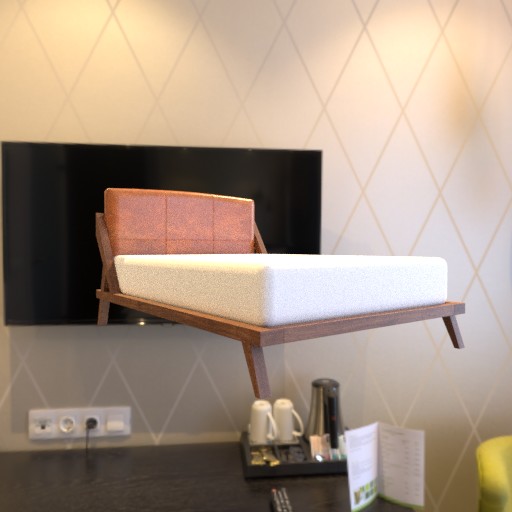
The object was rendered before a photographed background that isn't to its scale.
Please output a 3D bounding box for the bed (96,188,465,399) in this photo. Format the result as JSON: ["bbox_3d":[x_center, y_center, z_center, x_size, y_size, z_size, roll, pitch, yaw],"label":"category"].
[{"bbox_3d":[0.000,0.000,3.295,1.651,1.168,2.311,-1,1,-36],"label":"bed"}]
